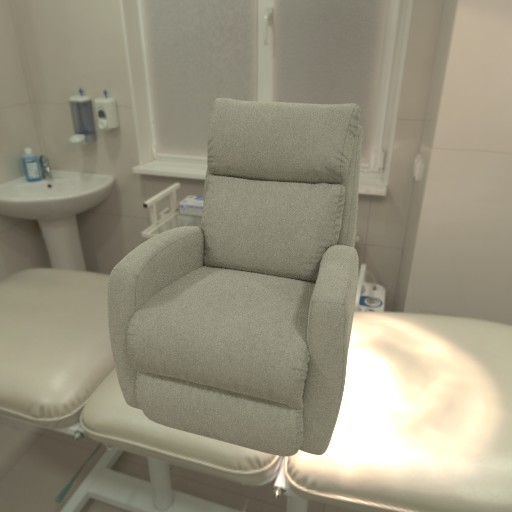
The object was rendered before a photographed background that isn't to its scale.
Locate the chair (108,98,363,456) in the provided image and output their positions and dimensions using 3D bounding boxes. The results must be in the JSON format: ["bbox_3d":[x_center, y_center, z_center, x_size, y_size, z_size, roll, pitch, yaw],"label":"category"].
[{"bbox_3d":[0.000,0.000,1.659,0.794,1.021,0.940,8,28,16],"label":"chair"}]
